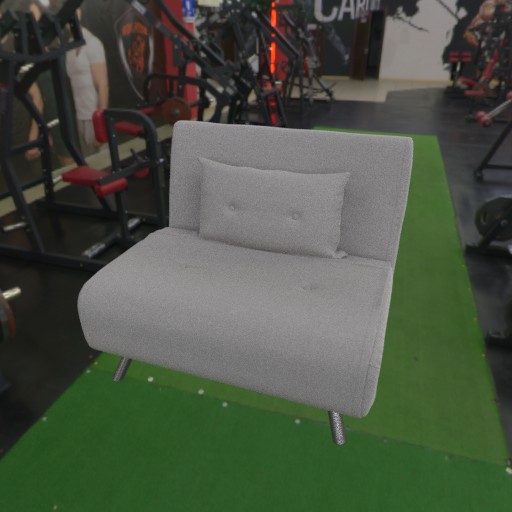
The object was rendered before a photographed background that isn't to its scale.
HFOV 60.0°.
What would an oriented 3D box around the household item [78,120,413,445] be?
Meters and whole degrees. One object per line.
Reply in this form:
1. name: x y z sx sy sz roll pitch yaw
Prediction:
1. household item: 0.000 0.000 1.656 1.000 0.800 0.874 9 29 17
